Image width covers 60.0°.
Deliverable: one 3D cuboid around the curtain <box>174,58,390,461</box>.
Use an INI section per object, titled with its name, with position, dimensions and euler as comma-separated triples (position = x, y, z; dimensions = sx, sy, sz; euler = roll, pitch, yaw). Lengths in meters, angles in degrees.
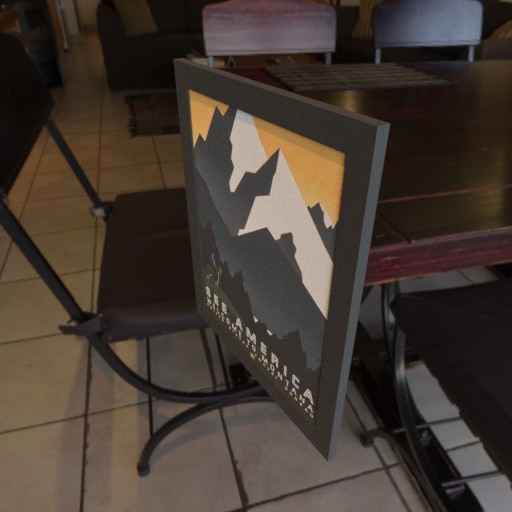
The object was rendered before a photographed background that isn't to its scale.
[curtain]
position = 0.000, 0.000, 0.786
dimensions = 0.027, 0.585, 0.483
euler = -20, 38, -28
